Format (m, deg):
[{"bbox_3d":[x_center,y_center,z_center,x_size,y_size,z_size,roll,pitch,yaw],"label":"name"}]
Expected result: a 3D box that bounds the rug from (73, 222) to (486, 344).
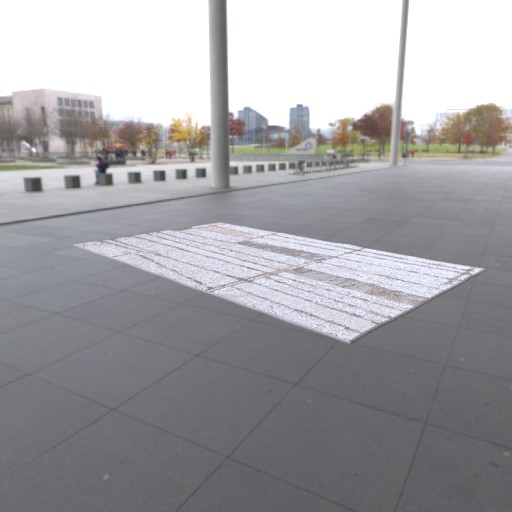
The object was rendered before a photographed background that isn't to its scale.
[{"bbox_3d":[0.000,0.000,1.057,0.515,0.007,0.867,-13,19,-43],"label":"rug"}]
